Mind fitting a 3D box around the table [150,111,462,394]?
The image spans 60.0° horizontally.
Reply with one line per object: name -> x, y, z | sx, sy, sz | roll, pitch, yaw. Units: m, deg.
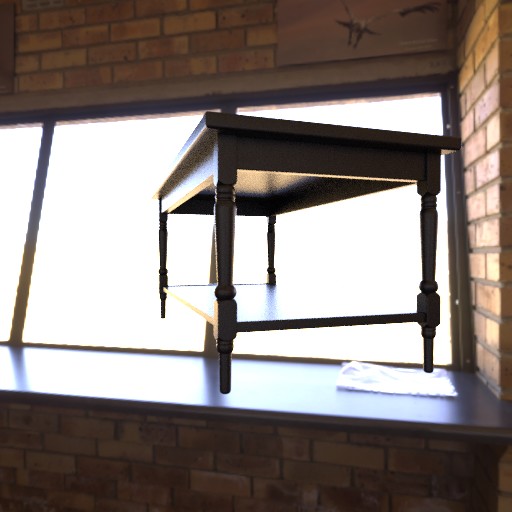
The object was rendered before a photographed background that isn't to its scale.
table -> 0.000, 0.000, 1.376 | 0.550, 0.510, 1.107 | 0, 0, -18
